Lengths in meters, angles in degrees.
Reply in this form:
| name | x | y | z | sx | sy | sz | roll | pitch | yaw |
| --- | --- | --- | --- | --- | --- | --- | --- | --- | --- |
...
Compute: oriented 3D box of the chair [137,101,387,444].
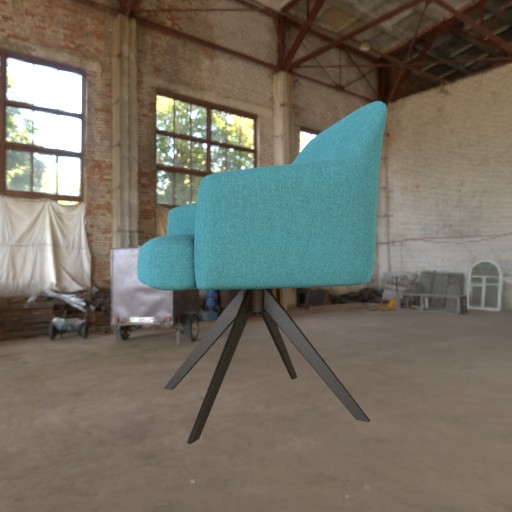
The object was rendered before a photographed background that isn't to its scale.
| name | x | y | z | sx | sy | sz | roll | pitch | yaw |
| --- | --- | --- | --- | --- | --- | --- | --- | --- | --- |
| chair | 0.000 | 0.000 | 1.331 | 0.677 | 0.874 | 0.642 | 0 | -1 | -18 |
